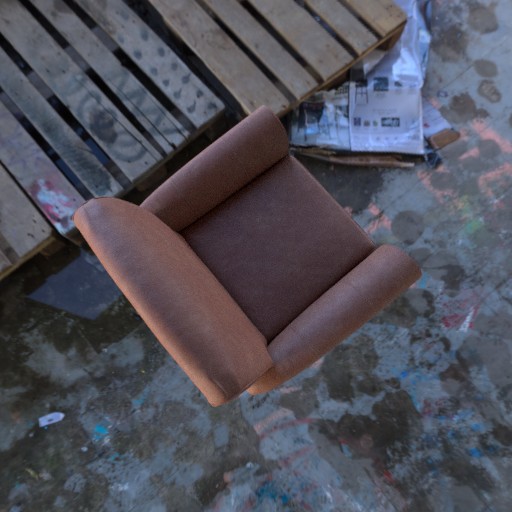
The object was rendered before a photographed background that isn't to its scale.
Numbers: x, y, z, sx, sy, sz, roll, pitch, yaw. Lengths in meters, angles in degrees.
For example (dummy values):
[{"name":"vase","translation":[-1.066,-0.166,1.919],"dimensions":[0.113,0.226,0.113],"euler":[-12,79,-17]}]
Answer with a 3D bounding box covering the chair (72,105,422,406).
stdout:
[{"name":"chair","translation":[0.000,0.000,1.814],"dimensions":[0.902,1.061,0.978],"euler":[-38,78,-10]}]
